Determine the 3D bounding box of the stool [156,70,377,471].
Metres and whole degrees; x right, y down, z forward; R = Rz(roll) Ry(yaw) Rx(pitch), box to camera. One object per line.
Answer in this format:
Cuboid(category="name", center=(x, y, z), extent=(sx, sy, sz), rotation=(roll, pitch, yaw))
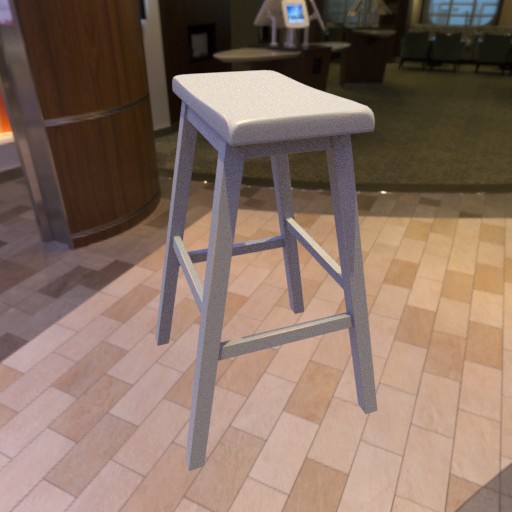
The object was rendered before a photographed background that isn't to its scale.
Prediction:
Cuboid(category="stool", center=(0.000, 0.000, 1.029), extent=(0.476, 0.737, 0.457), rotation=(-10, 32, -17))
